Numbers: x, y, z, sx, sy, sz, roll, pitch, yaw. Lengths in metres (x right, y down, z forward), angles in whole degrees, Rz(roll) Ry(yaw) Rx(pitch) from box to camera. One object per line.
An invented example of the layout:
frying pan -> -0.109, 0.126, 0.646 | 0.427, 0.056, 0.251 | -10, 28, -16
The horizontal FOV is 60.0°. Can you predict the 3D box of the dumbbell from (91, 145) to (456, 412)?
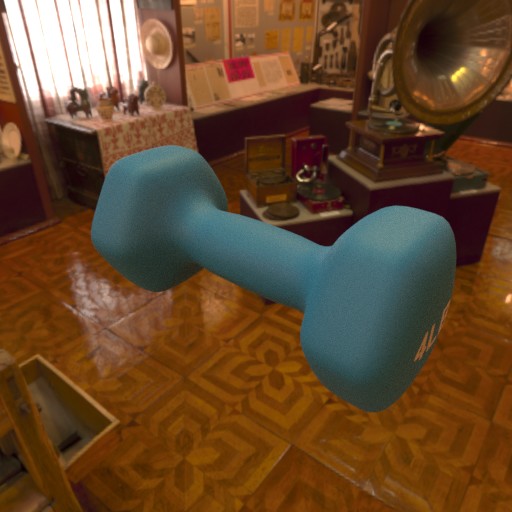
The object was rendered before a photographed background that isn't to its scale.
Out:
dumbbell -> 0.000, 0.000, 0.187 | 0.152, 0.066, 0.074 | 23, 37, 33
